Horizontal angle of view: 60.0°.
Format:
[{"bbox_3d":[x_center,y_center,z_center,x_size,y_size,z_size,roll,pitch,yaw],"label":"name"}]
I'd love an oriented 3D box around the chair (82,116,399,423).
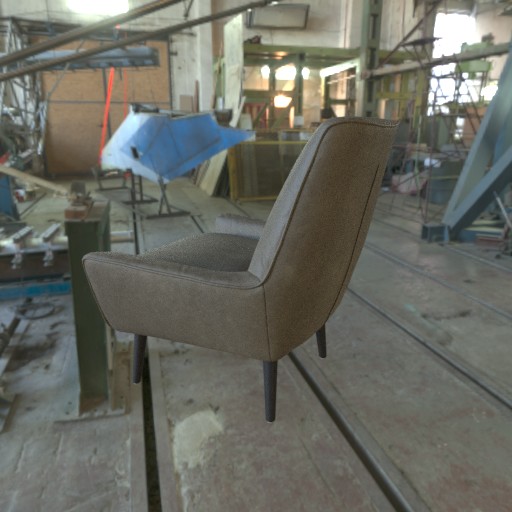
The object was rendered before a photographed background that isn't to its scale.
[{"bbox_3d":[0.000,0.000,1.494,0.824,0.888,0.787,9,18,28],"label":"chair"}]
